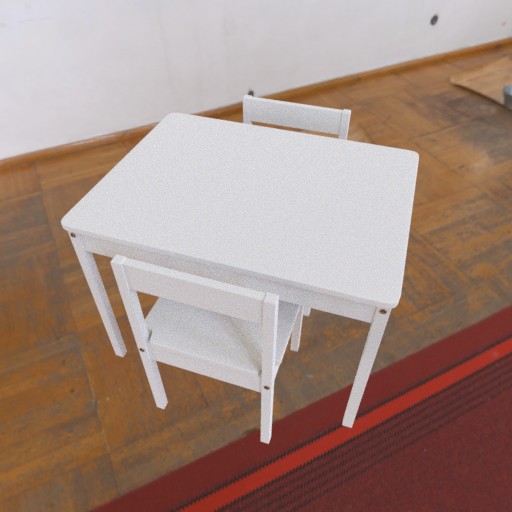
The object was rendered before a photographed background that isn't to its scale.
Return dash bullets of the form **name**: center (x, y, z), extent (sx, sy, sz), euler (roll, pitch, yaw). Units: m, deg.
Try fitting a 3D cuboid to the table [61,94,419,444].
- **table**: center (0.000, 0.000, 1.102), extent (0.650, 0.503, 0.672), euler (13, 46, 13)
